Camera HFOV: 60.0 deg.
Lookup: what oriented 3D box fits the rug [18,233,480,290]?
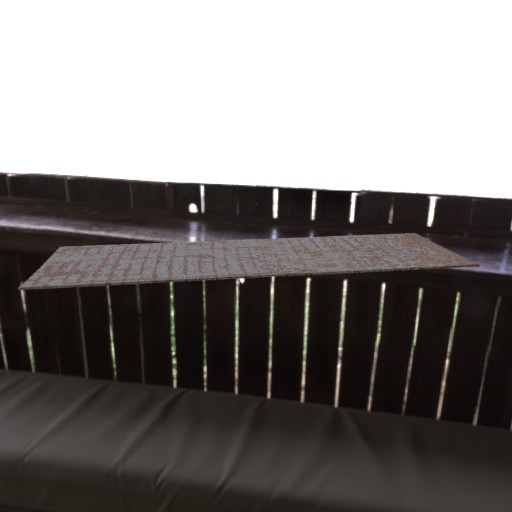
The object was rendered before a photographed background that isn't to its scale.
[{"bbox_3d":[0.000,0.000,2.665,2.435,0.011,0.750,-3,17,-8],"label":"rug"}]
